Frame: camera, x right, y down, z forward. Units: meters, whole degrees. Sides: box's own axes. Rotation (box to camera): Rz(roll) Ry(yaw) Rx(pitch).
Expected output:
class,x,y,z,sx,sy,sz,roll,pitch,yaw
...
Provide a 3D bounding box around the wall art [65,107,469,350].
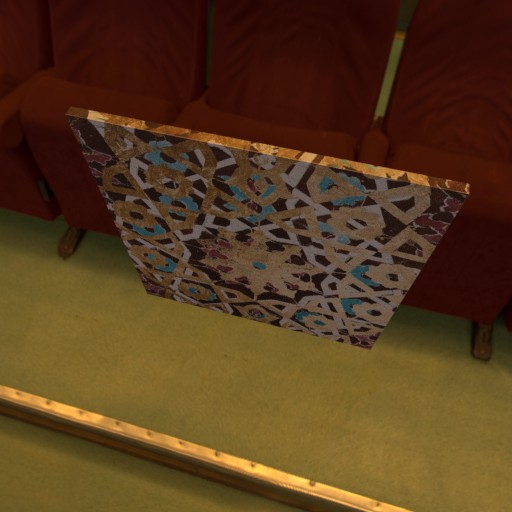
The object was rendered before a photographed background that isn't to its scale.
class,x,y,z,sx,sy,sz,roll,pitch,yaw
wall art,0.000,0.000,1.134,0.757,0.762,0.028,13,59,8
